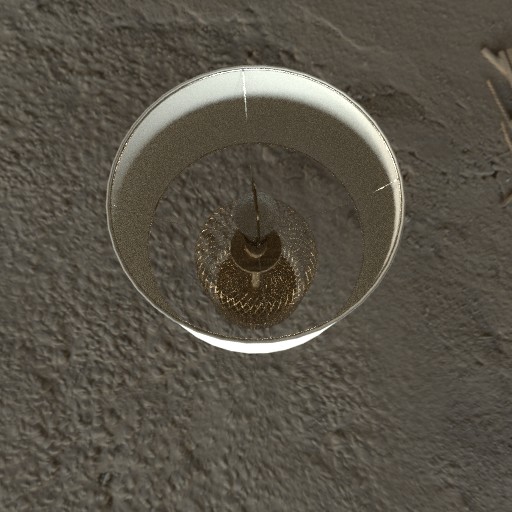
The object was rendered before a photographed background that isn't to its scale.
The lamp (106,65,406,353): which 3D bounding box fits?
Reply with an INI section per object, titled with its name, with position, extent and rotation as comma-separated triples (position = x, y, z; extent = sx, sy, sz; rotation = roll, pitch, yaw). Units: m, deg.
[lamp]
position = 0.000, 0.000, 0.801
extent = 0.353, 0.578, 0.353
rotation = 0, 75, 0
